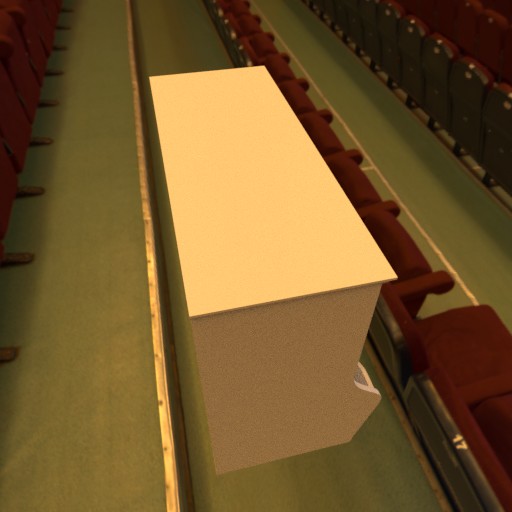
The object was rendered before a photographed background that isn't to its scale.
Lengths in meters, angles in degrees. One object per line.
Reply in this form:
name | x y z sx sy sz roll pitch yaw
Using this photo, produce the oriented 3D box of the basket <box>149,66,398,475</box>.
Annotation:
basket | 0.000 0.000 1.123 0.376 0.625 0.792 -10 46 -10
